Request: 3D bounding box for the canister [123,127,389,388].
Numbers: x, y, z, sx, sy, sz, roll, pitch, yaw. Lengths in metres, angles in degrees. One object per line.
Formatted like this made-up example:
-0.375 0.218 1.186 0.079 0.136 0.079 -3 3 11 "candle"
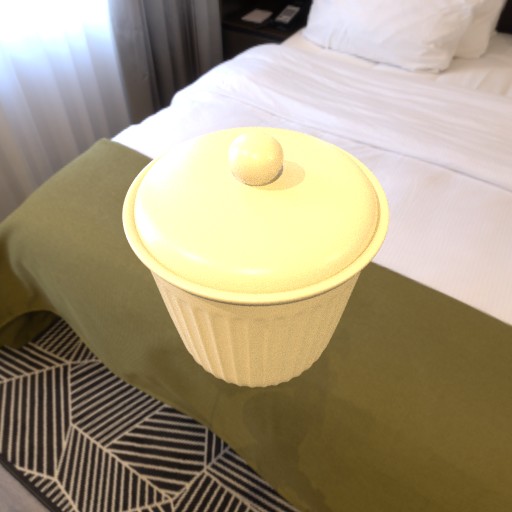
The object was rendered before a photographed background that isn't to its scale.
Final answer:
0.000 0.000 0.349 0.181 0.211 0.181 0 46 0 "canister"
